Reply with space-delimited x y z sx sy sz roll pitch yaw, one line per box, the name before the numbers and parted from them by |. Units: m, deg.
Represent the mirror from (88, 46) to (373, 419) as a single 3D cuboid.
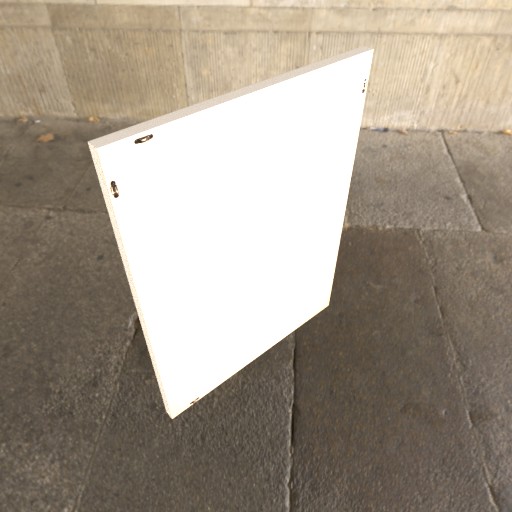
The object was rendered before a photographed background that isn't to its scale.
mirror | 0.000 0.000 1.317 0.762 1.016 0.040 -30 51 -28
